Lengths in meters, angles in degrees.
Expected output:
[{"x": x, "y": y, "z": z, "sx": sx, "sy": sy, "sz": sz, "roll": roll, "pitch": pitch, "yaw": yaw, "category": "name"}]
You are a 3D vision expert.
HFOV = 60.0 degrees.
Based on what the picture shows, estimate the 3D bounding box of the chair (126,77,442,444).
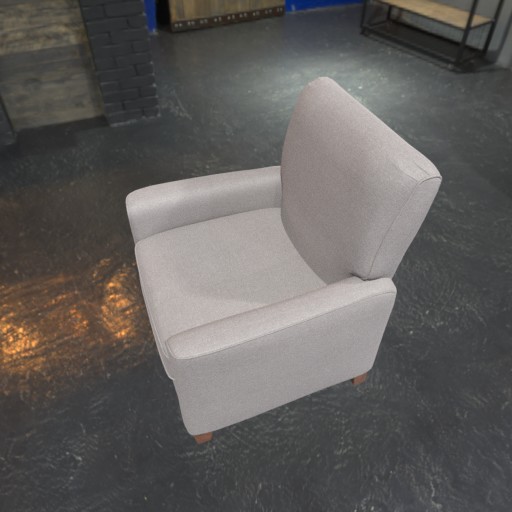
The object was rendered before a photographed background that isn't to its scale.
[{"x": 0.000, "y": 0.000, "z": 1.648, "sx": 0.859, "sy": 1.023, "sz": 0.845, "roll": -15, "pitch": 47, "yaw": -15, "category": "chair"}]
